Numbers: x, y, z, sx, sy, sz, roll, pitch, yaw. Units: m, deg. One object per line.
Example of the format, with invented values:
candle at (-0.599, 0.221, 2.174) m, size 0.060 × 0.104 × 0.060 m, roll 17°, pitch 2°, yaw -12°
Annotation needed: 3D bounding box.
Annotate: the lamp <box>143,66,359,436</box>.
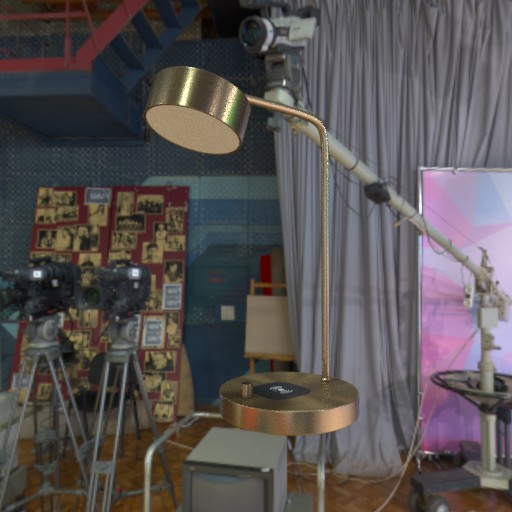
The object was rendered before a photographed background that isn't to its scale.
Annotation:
lamp at (0.000, 0.000, 0.524) m, size 0.270 × 0.380 × 0.171 m, roll 1°, pitch -1°, yaw -36°
